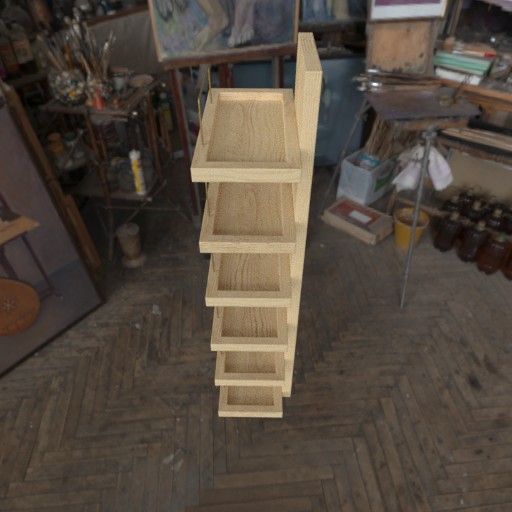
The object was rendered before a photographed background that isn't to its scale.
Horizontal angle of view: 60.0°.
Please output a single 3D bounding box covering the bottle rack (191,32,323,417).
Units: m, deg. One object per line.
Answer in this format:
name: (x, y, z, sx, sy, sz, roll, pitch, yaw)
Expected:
bottle rack: (0.000, 0.000, 1.067, 0.206, 0.943, 0.330, 1, 42, 1)
